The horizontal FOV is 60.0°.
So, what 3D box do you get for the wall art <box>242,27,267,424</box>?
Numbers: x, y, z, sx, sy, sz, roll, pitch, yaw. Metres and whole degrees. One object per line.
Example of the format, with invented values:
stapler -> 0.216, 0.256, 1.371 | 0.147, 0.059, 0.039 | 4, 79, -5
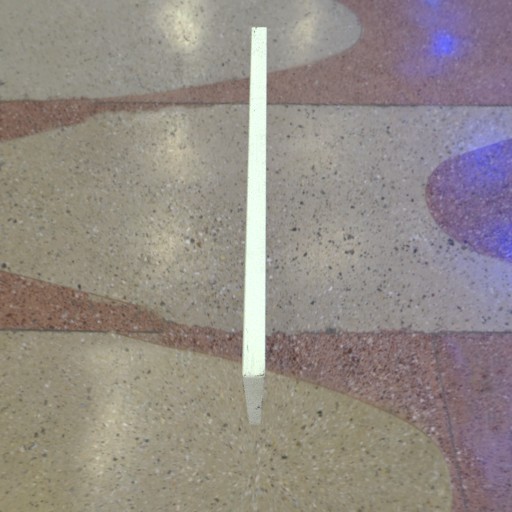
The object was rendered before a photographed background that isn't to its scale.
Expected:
wall art -> 0.000, 0.000, 1.157 | 0.038, 0.762, 0.762 | 1, 64, 0
